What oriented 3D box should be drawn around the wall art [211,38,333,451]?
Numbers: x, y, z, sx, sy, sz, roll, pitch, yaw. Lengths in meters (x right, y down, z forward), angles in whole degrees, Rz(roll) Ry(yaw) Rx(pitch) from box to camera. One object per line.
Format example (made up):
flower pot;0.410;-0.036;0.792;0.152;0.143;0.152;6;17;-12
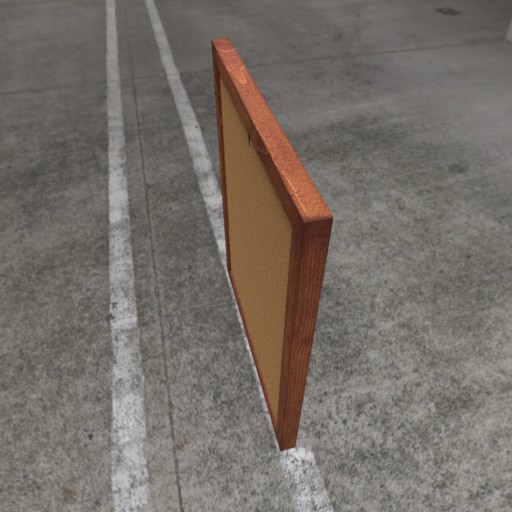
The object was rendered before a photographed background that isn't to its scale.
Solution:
wall art;0.000;0.000;0.766;0.030;0.558;0.462;-11;47;-10
